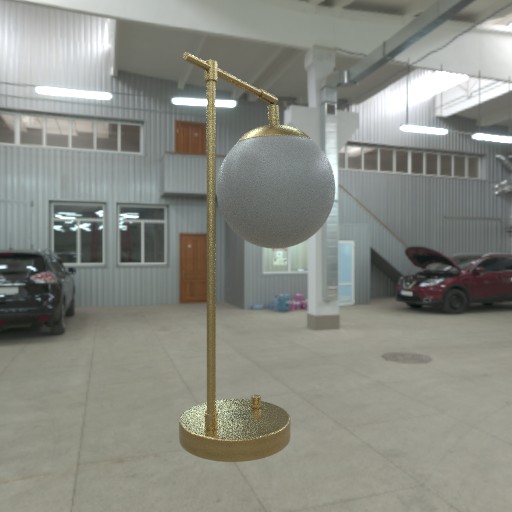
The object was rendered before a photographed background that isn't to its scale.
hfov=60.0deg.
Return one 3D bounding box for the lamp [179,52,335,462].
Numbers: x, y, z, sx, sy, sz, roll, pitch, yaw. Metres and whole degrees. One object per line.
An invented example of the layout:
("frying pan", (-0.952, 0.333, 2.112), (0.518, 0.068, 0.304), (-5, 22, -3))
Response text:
("lamp", (0.000, 0.000, 0.729), (0.207, 0.559, 0.324), (0, 0, 36))
